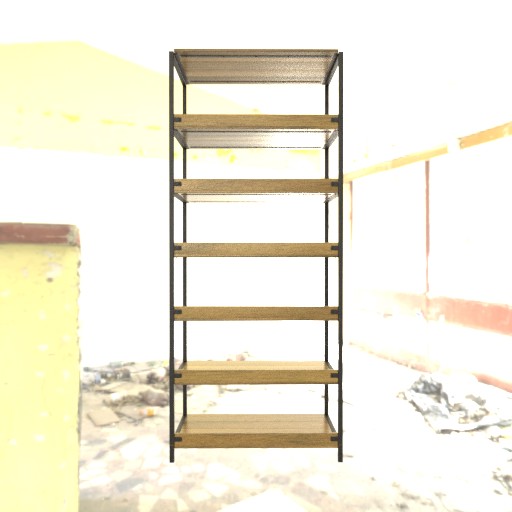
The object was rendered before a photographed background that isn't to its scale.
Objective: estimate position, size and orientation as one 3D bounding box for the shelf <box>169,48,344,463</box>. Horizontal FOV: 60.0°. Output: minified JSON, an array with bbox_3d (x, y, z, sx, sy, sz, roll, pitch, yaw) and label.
[{"bbox_3d":[0.000,0.000,2.371,0.847,2.015,0.431,0,0,0],"label":"shelf"}]
